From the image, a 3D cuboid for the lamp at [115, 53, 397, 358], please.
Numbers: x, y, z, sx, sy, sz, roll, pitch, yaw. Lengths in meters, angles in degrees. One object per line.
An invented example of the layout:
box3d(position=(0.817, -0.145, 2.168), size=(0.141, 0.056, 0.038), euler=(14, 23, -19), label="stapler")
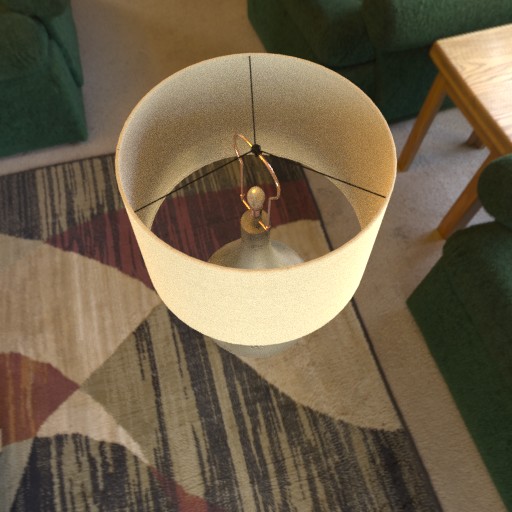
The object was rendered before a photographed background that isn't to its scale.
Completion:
box3d(position=(0.000, 0.000, 0.717), size=(0.330, 0.521, 0.330), euler=(0, 63, 0), label="lamp")
